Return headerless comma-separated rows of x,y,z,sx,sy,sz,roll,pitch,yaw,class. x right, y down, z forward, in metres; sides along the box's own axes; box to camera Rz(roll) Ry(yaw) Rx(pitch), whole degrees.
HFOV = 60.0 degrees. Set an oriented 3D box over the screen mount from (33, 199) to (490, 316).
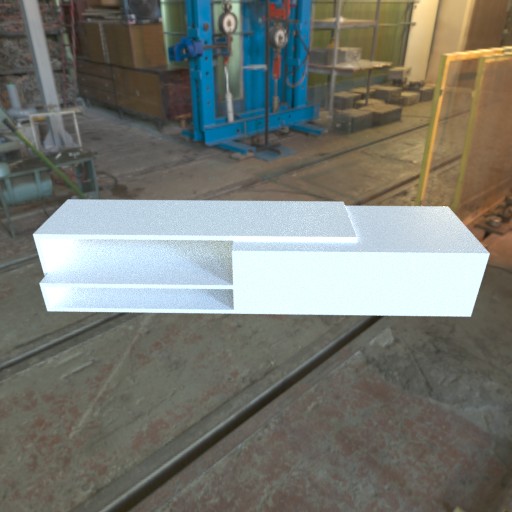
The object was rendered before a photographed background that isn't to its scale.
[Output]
0.000,0.000,1.851,1.680,0.320,0.420,1,30,1,screen mount
